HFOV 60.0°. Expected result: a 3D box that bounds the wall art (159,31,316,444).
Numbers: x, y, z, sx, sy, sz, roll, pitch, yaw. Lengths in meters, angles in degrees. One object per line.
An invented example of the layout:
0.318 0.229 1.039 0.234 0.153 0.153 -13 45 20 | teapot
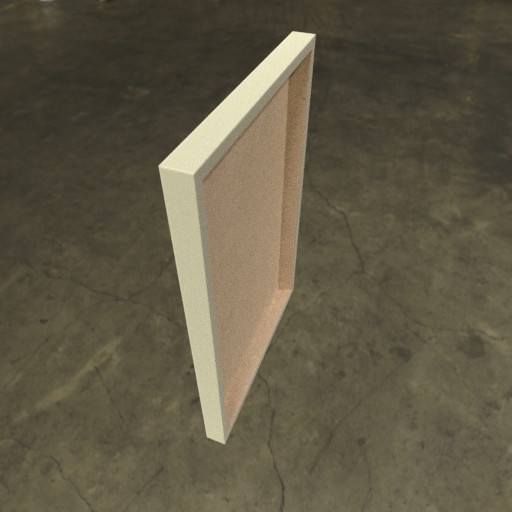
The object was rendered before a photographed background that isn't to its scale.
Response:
0.000 0.000 0.775 0.038 0.608 0.418 15 46 15 | wall art
